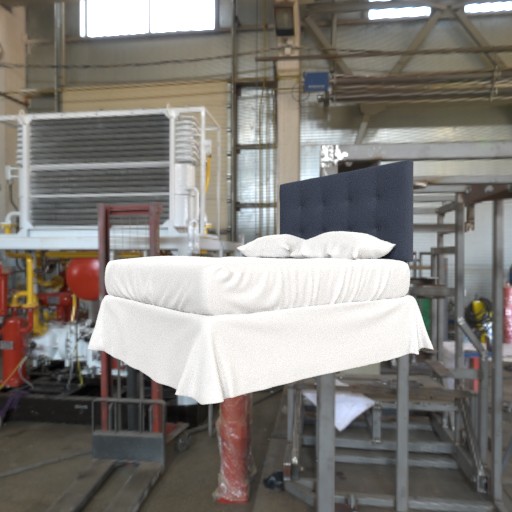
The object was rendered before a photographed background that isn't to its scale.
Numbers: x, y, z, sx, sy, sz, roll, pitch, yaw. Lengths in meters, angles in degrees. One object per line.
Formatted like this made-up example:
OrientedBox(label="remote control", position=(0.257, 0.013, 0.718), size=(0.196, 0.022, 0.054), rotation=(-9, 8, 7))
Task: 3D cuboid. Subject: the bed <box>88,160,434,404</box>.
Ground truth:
OrientedBox(label="bed", position=(0.000, 0.000, 3.671), size=(2.222, 1.577, 1.936), rotation=(0, 0, -37))
